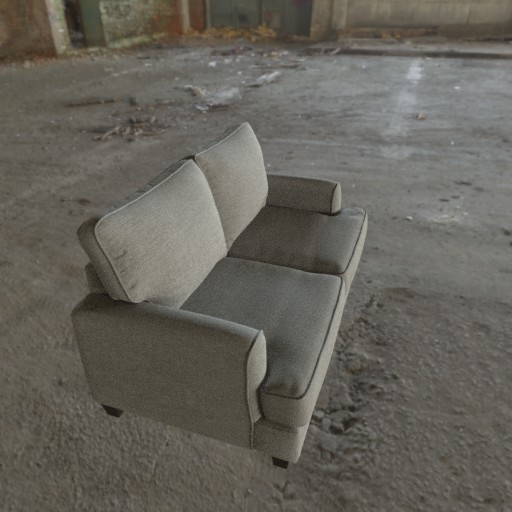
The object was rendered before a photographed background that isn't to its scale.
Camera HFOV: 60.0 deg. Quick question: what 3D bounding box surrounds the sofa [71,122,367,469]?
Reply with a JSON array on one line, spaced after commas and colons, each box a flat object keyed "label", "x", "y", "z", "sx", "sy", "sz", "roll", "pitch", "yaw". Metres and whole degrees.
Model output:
[{"label": "sofa", "x": 0.000, "y": 0.000, "z": 2.245, "sx": 0.965, "sy": 0.965, "sz": 1.651, "roll": 10, "pitch": 32, "yaw": 17}]
